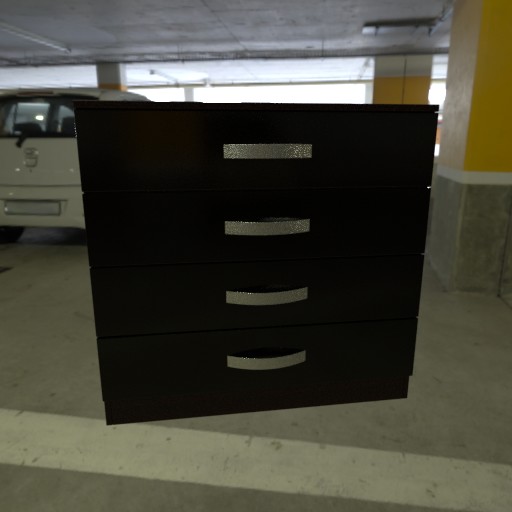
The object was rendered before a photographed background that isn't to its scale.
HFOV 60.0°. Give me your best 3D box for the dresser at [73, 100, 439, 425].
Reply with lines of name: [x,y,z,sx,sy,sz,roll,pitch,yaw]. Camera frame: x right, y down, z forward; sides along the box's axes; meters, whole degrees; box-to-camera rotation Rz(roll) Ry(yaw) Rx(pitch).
dresser: [0.000,0.000,1.131,0.750,0.720,0.360,-2,15,-8]
